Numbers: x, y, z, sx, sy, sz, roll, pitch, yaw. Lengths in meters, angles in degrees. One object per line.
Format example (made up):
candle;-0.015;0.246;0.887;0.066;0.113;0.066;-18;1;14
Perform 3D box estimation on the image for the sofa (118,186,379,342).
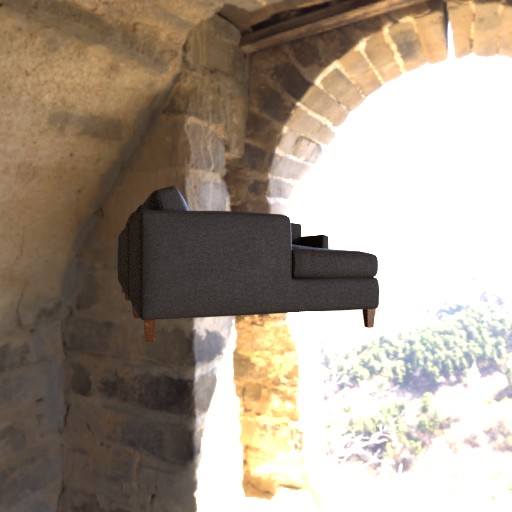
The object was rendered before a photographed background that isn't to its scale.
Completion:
sofa;0.000;0.000;4.513;2.594;0.961;3.460;0;0;-19
